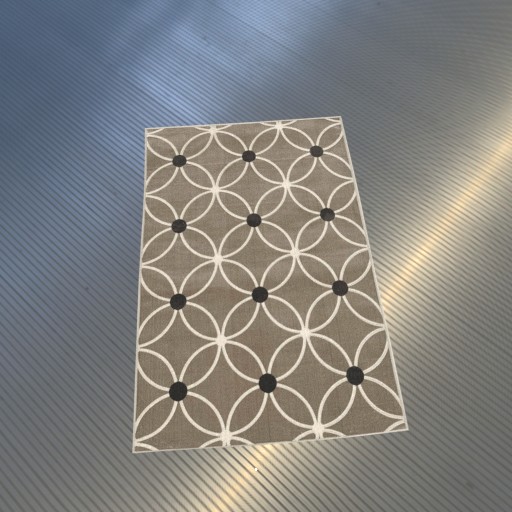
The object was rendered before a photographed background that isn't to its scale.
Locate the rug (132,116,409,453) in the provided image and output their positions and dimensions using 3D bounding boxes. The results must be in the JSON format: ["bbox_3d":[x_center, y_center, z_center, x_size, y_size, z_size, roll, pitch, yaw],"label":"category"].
[{"bbox_3d":[0.000,0.000,2.909,1.522,0.008,2.284,-4,64,-2],"label":"rug"}]
